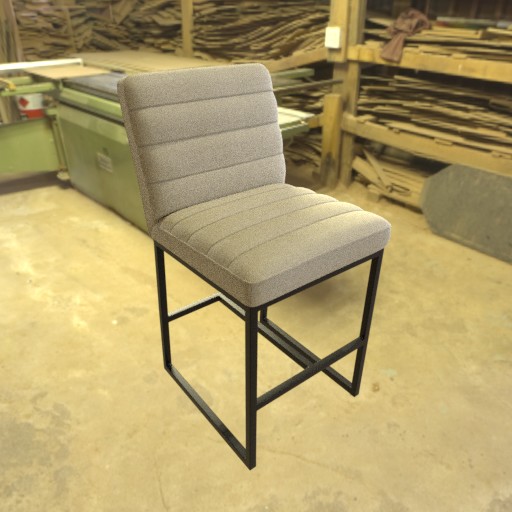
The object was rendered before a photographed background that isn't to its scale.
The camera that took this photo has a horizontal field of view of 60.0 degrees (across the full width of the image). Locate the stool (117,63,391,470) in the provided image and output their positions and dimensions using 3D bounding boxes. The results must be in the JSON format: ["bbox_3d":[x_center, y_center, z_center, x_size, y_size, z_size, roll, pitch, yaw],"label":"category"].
[{"bbox_3d":[0.000,0.000,1.245,0.460,0.940,0.560,-21,36,-32],"label":"stool"}]
